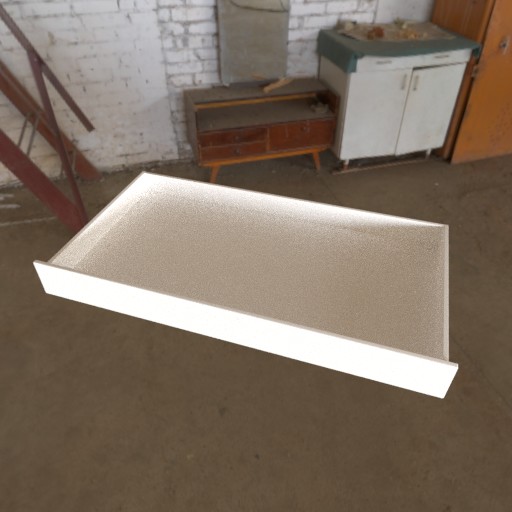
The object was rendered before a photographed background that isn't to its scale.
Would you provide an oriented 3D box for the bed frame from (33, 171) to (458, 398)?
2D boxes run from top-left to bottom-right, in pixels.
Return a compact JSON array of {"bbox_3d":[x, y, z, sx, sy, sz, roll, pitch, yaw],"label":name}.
[{"bbox_3d":[0.000,0.000,1.565,1.300,0.141,0.670,12,42,14],"label":"bed frame"}]
